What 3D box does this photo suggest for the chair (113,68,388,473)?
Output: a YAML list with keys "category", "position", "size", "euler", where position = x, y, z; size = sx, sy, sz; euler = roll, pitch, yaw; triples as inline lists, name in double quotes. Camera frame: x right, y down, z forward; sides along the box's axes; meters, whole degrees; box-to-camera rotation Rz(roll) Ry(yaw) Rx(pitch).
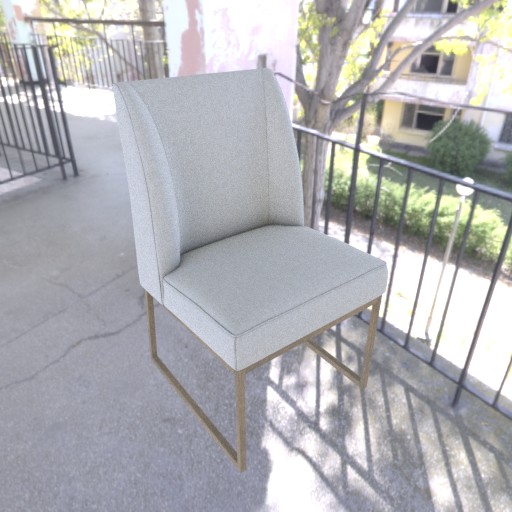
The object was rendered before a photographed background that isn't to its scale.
- category: "chair"
  position: [0.000, 0.000, 1.192]
  size: [0.508, 0.863, 0.522]
  euler: [-21, 36, -32]
